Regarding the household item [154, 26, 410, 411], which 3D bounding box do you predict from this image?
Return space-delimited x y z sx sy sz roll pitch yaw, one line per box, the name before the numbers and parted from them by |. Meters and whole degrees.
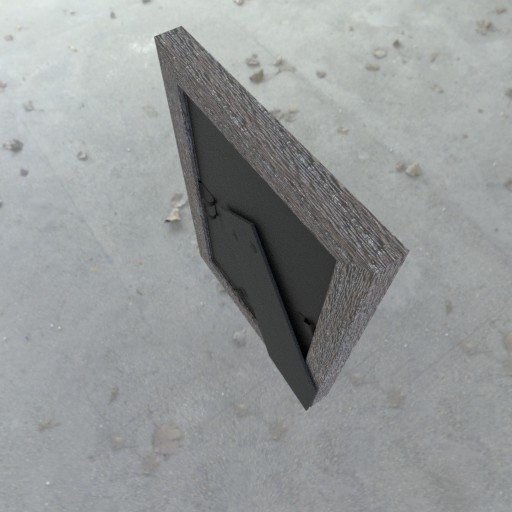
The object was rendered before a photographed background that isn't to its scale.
household item | 0.000 0.000 0.275 0.020 0.210 0.160 -31 64 -17
